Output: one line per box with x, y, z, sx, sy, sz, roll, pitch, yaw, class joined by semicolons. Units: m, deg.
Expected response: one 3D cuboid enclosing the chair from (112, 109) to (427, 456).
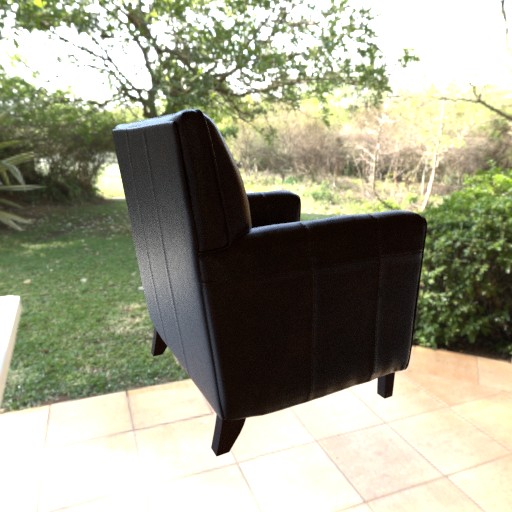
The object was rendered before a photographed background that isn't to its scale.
0.000;0.000;1.612;0.823;0.943;0.870;-7;16;-26;chair
